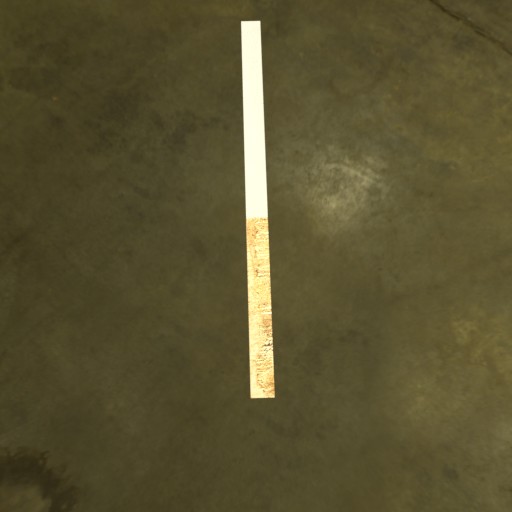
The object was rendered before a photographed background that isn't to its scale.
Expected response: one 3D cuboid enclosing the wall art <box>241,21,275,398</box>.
[{"bbox_3d":[0.000,0.000,0.803,0.026,0.613,0.458,-2,75,0],"label":"wall art"}]
